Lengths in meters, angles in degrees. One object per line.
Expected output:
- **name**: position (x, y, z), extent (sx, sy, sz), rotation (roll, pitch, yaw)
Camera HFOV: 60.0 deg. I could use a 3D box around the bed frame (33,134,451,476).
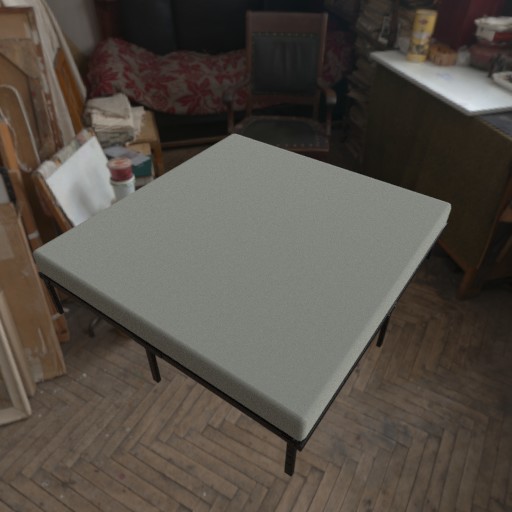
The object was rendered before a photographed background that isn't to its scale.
- **bed frame**: position (0.000, 0.000, 3.953), extent (2.526, 0.680, 2.635), rotation (25, 47, 26)
